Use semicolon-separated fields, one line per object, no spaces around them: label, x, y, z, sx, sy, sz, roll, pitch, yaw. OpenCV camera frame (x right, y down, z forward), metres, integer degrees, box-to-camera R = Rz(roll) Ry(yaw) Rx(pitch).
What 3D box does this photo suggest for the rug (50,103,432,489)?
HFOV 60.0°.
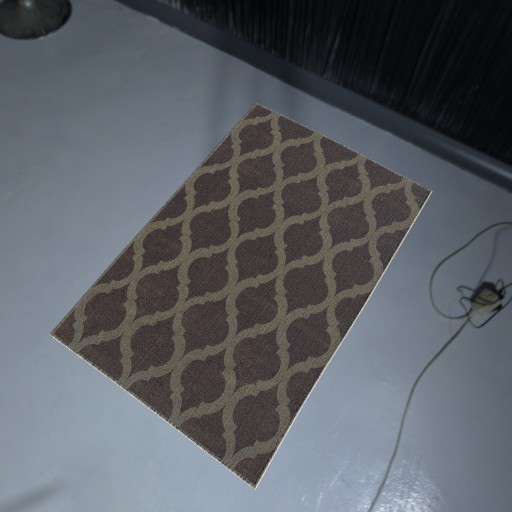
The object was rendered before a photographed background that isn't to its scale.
rug;0.000;0.000;2.937;1.522;0.008;2.284;31;68;14
